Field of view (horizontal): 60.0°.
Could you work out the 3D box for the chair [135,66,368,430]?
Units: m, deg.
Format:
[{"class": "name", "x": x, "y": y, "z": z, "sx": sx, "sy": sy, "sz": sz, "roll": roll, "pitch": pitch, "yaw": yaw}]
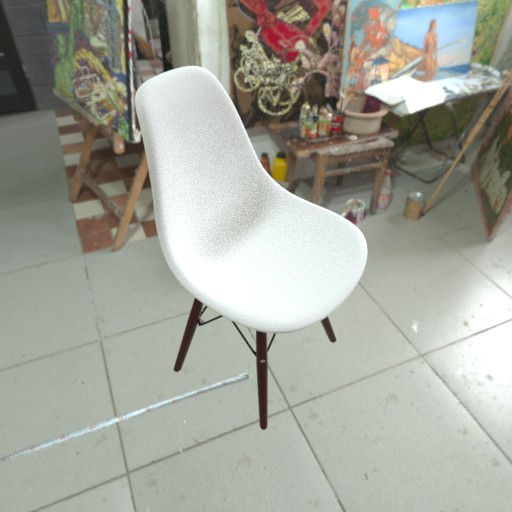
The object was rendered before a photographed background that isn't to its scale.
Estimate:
[{"class": "chair", "x": 0.000, "y": 0.000, "z": 1.159, "sx": 0.533, "sy": 0.826, "sz": 0.470, "roll": 27, "pitch": 48, "yaw": 27}]
